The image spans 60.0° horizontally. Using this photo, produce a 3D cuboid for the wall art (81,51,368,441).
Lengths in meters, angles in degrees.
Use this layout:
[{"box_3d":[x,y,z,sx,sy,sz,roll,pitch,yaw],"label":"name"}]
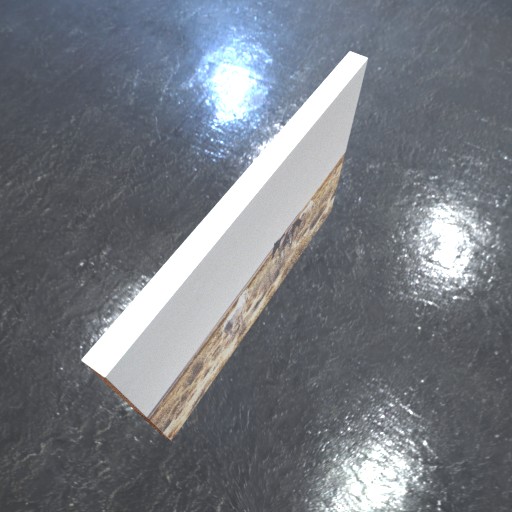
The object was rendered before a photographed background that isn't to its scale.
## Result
[{"box_3d":[0.000,0.000,1.132,0.050,0.610,0.914,29,63,16],"label":"wall art"}]
